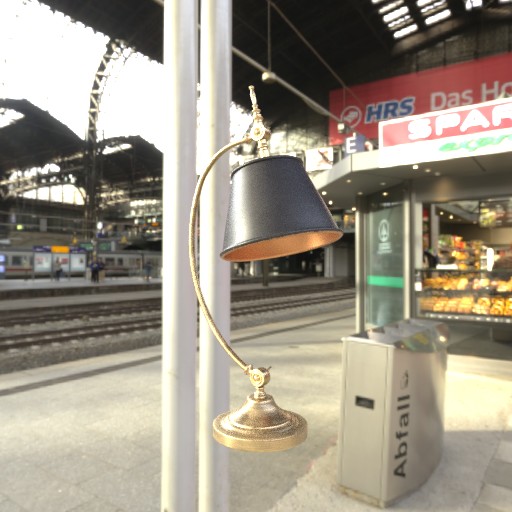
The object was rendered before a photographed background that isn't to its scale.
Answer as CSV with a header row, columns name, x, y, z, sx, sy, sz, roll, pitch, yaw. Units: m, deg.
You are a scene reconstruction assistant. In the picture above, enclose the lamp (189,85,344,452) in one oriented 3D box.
name,x,y,z,sx,sy,sz,roll,pitch,yaw
lamp,0.000,0.000,0.864,0.344,0.675,0.235,-1,-2,34
